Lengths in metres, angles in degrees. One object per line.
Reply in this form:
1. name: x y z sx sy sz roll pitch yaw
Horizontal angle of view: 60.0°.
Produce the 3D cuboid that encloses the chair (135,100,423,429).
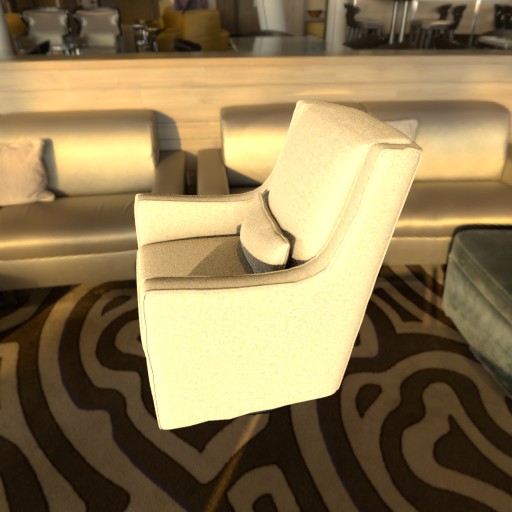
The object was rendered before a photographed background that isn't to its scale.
1. chair: 0.000 0.000 1.639 0.879 0.993 0.732 -8 31 -13
